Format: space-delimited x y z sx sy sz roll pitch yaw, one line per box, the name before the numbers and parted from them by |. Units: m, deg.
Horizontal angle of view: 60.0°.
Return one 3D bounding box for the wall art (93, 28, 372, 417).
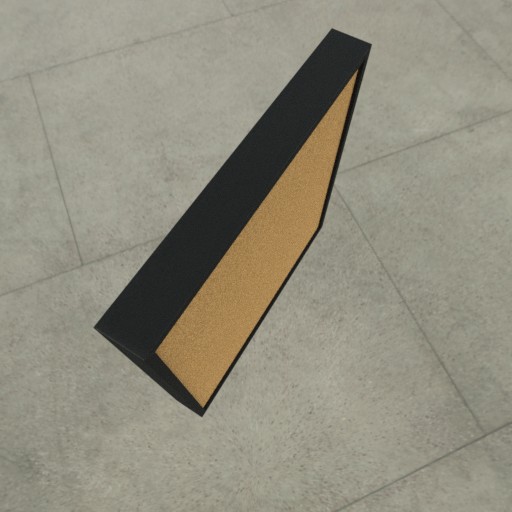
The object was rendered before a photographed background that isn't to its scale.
wall art | 0.000 0.000 0.450 0.037 0.305 0.305 29 68 13
